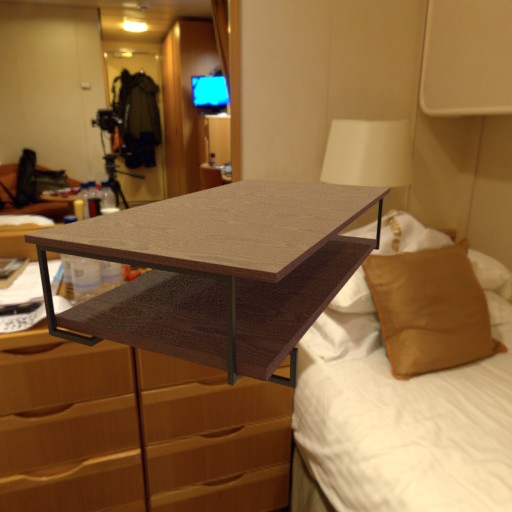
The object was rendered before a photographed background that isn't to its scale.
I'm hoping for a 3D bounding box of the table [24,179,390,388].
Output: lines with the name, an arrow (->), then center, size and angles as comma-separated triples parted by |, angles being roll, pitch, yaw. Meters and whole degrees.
table -> 0.000, 0.000, 1.485 | 0.651, 0.347, 1.197 | 8, 18, 24
